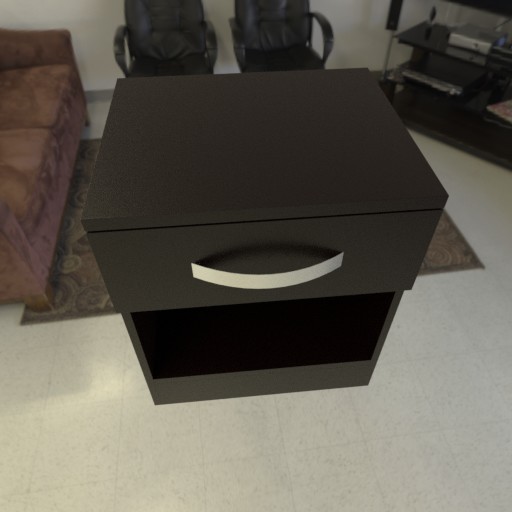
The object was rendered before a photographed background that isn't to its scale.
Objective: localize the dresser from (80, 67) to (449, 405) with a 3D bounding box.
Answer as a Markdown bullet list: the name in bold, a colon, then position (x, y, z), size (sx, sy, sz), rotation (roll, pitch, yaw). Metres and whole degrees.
- **dresser**: position (0.000, 0.000, 0.752), size (0.400, 0.470, 0.360), rotation (-4, 46, -4)
